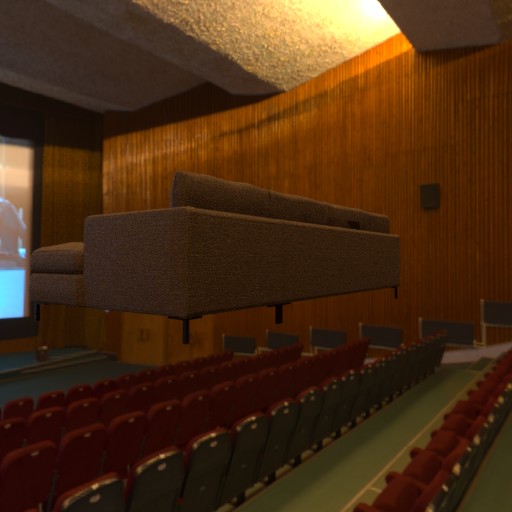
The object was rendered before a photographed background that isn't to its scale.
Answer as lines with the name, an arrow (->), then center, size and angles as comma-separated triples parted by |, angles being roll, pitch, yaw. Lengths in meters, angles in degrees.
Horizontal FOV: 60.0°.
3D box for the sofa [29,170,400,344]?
sofa -> 0.000, 0.000, 3.842 | 1.483, 0.892, 3.221 | 0, -1, 36
